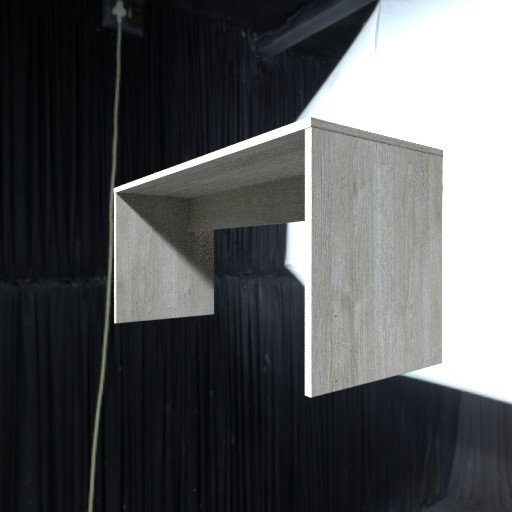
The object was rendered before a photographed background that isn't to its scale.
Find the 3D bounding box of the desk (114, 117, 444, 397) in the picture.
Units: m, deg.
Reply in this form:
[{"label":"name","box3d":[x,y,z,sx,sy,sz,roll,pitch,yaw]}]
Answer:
[{"label":"desk","box3d":[0.000,0.000,2.067,0.802,0.752,1.600,0,0,-36]}]
